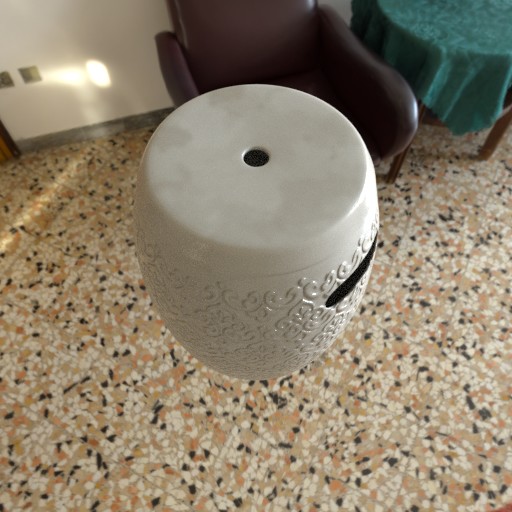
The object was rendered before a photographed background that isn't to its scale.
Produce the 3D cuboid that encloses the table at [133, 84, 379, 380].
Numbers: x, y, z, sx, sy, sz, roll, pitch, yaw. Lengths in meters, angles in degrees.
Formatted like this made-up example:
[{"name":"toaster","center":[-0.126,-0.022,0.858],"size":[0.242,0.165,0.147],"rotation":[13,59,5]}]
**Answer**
[{"name":"table","center":[0.000,0.000,0.622],"size":[0.309,0.397,0.309],"rotation":[0,59,0]}]
